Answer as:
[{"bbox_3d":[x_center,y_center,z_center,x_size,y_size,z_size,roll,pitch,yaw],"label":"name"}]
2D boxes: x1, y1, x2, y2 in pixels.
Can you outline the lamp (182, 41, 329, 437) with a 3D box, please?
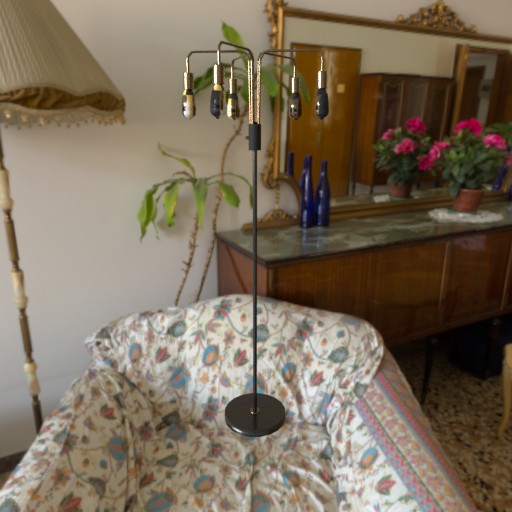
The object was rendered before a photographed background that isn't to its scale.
[{"bbox_3d":[0.000,0.000,2.016,0.572,1.721,0.599,8,18,26],"label":"lamp"}]
